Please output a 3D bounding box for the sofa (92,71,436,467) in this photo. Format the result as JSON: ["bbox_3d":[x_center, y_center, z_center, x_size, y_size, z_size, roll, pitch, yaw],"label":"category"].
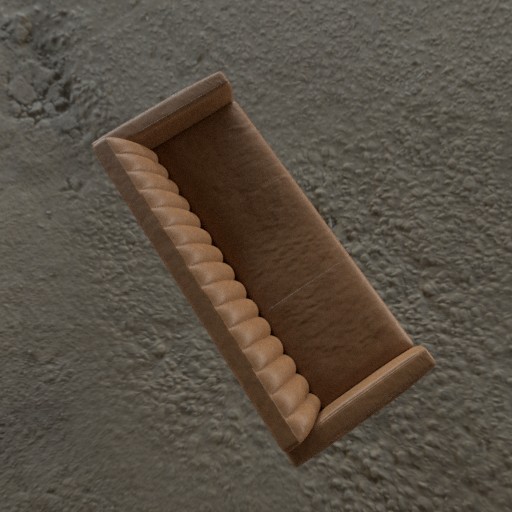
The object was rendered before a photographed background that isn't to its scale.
[{"bbox_3d":[0.000,0.000,2.813,0.990,0.821,2.291,-33,78,-8],"label":"sofa"}]
